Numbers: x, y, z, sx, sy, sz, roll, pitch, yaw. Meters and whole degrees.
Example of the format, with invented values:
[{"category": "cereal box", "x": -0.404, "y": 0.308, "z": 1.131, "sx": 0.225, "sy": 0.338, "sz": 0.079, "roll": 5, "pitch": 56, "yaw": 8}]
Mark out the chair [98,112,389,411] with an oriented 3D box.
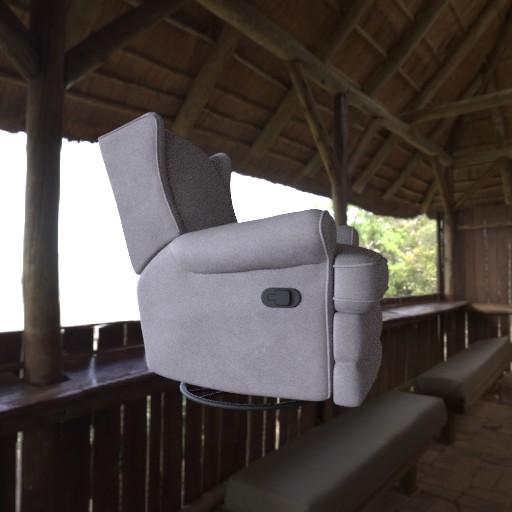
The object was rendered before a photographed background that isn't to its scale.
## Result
[{"category": "chair", "x": 0.000, "y": 0.000, "z": 1.719, "sx": 0.969, "sy": 1.011, "sz": 0.847, "roll": 0, "pitch": 0, "yaw": 19}]
